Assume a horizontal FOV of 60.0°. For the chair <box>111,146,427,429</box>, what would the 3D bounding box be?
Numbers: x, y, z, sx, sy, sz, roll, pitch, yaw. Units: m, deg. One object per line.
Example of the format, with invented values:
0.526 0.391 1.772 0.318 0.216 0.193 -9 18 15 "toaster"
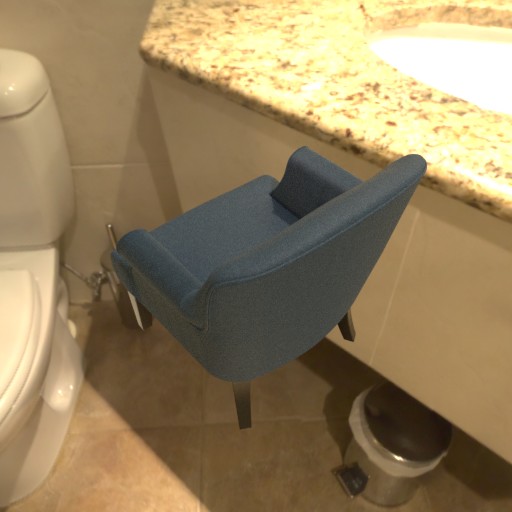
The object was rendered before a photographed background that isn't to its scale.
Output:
0.000 0.000 1.461 0.770 0.878 0.754 -31 54 -27 "chair"
